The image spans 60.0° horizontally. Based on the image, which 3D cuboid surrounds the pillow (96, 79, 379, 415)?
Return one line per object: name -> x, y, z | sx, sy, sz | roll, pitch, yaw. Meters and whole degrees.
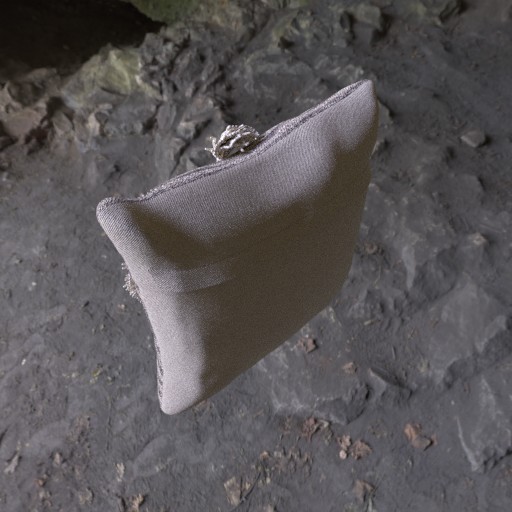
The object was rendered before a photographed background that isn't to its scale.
pillow -> 0.000, 0.000, 0.768 | 0.484, 0.490, 0.234 | -33, 54, -28
